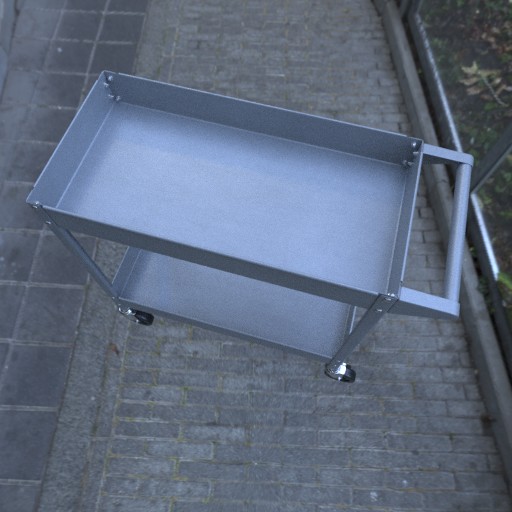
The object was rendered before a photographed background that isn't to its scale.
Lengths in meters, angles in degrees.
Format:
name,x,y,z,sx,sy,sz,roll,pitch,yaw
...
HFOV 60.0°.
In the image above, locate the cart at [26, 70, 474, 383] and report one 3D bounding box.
name,x,y,z,sx,sy,sz,roll,pitch,yaw
cart,0.000,0.000,1.139,0.779,0.719,0.366,15,66,7
